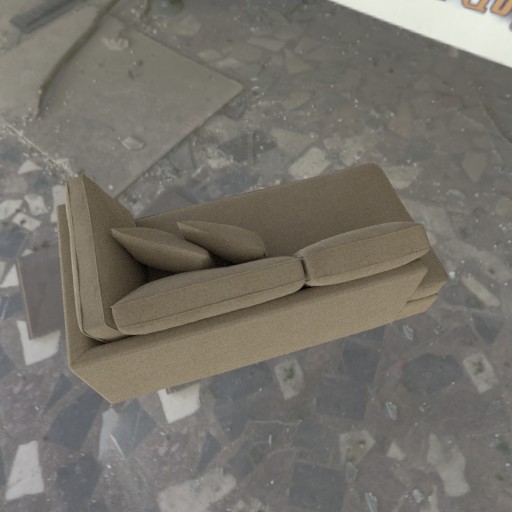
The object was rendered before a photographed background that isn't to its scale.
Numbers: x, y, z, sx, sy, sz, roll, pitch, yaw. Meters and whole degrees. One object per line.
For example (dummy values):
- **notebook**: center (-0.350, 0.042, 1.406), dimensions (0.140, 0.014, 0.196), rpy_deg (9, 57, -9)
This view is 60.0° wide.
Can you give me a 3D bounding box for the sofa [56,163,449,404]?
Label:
- **sofa**: center (0.000, 0.000, 2.855), dimensions (2.238, 1.019, 1.110), rpy_deg (-14, 60, -8)
